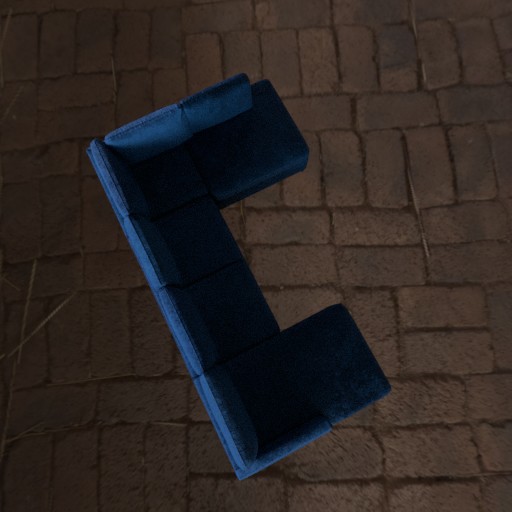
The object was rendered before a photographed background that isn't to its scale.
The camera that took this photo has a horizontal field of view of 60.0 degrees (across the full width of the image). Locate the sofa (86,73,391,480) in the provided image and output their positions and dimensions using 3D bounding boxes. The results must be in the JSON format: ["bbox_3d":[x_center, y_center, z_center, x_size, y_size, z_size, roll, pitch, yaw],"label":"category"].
[{"bbox_3d":[0.000,0.000,4.359,2.055,0.992,3.434,-27,78,-6],"label":"sofa"}]
